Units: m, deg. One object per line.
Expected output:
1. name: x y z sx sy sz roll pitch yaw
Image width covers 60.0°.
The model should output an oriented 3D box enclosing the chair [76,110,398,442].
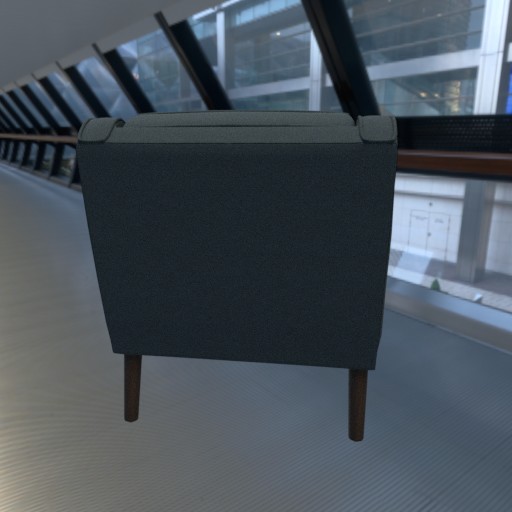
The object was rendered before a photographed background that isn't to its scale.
1. chair: 0.000 0.000 1.295 0.663 0.780 0.733 2 15 7
